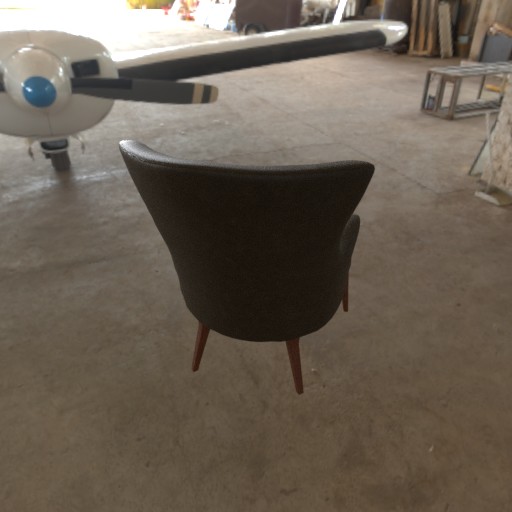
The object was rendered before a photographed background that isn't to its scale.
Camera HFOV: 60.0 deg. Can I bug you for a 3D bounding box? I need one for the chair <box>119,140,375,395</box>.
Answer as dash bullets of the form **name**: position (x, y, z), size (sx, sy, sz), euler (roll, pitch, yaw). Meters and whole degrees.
- **chair**: position (0.000, 0.000, 1.774), size (0.819, 1.068, 0.954), euler (8, 32, 13)
